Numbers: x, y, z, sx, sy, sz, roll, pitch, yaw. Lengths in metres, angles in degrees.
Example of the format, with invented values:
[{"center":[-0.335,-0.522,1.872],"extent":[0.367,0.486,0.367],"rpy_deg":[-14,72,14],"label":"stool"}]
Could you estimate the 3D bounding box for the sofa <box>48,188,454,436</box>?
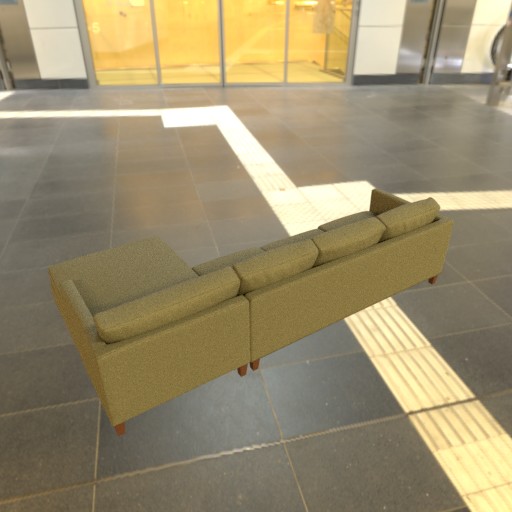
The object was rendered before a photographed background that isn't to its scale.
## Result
[{"center":[0.000,0.000,3.892],"extent":[3.186,0.861,1.625],"rpy_deg":[-19,36,-28],"label":"sofa"}]
